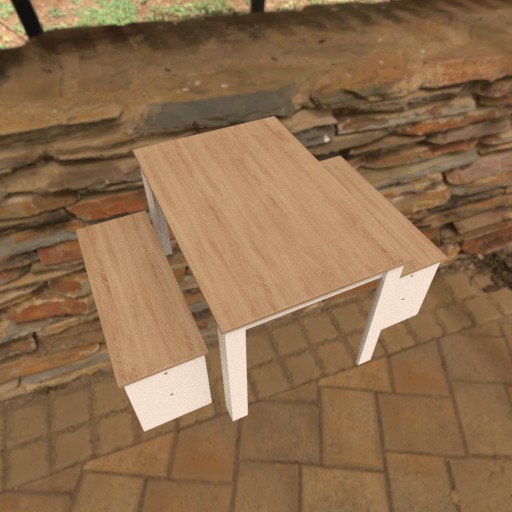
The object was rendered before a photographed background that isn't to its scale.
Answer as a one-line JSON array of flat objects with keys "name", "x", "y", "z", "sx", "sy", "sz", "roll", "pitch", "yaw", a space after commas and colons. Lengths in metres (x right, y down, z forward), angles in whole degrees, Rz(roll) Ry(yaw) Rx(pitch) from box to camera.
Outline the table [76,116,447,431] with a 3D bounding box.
[{"name": "table", "x": 0.000, "y": 0.000, "z": 2.055, "sx": 1.443, "sy": 0.700, "sz": 1.100, "roll": -19, "pitch": 49, "yaw": -17}]
